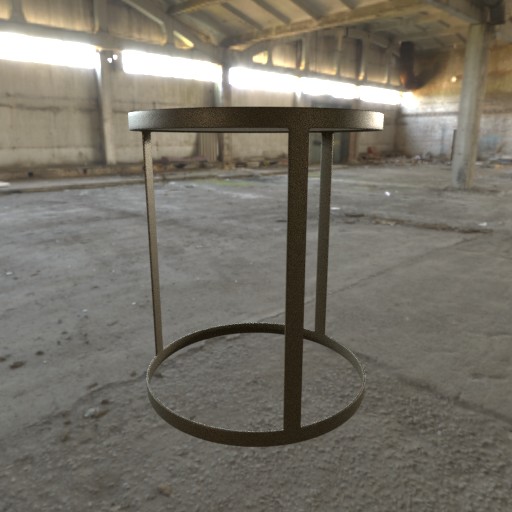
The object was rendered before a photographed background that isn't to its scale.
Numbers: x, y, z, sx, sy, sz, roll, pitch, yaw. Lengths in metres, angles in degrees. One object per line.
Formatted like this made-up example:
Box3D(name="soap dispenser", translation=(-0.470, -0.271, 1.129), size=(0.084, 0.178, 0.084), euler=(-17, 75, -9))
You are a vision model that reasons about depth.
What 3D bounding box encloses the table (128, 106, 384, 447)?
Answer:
Box3D(name="table", translation=(0.000, 0.000, 0.935), size=(0.480, 0.565, 0.480), euler=(0, 15, 0))
